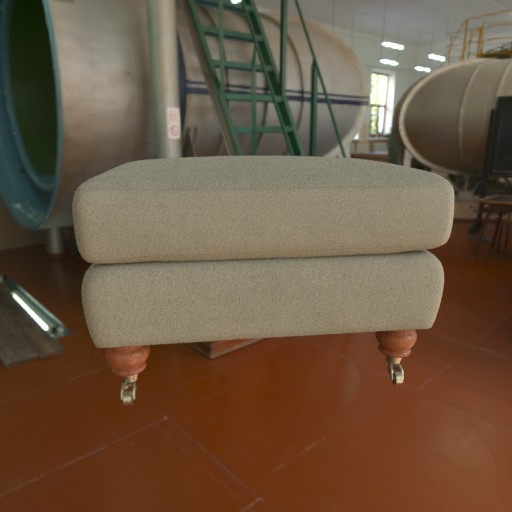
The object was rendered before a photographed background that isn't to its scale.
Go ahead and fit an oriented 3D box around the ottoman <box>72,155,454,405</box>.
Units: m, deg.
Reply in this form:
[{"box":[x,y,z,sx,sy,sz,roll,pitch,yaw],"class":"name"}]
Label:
[{"box":[0.000,0.000,1.157,0.773,0.504,0.569,-2,16,-7],"class":"ottoman"}]
